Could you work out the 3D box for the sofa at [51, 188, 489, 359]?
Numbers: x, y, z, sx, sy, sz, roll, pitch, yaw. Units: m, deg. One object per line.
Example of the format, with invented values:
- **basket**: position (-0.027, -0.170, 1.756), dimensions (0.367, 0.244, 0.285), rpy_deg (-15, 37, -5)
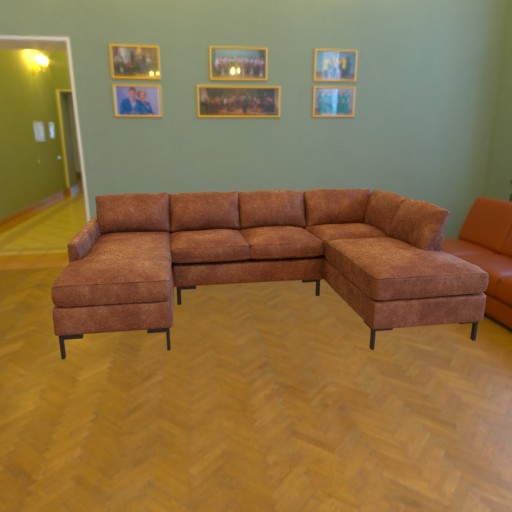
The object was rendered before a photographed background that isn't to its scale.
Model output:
- **sofa**: position (0.000, 0.000, 3.728), dimensions (2.956, 0.900, 1.939), rpy_deg (-3, 16, -10)
